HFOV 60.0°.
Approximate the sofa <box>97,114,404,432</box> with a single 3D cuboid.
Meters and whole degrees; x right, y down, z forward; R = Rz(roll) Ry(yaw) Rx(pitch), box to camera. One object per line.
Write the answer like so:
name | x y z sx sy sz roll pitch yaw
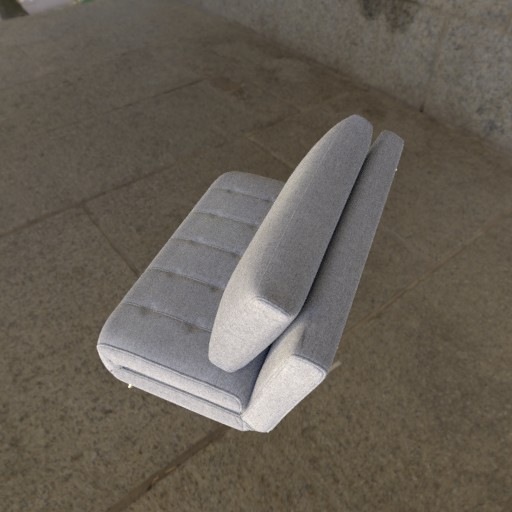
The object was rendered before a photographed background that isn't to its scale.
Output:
sofa | 0.000 0.000 1.902 0.910 0.910 1.220 17 49 15
